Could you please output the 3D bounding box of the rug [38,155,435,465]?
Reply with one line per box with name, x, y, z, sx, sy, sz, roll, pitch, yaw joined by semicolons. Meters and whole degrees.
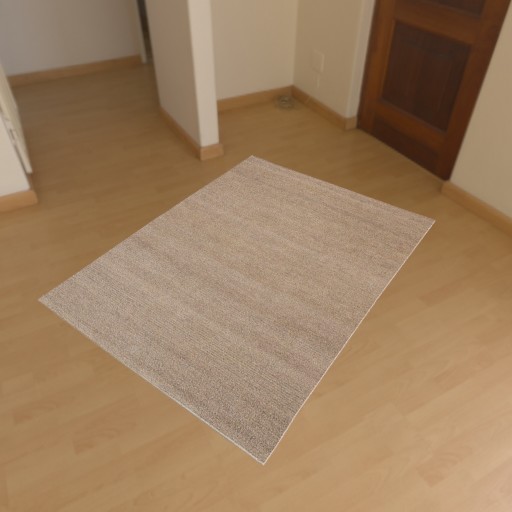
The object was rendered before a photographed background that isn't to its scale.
rug;0.000;0.000;4.372;2.467;0.046;3.245;26;48;26
